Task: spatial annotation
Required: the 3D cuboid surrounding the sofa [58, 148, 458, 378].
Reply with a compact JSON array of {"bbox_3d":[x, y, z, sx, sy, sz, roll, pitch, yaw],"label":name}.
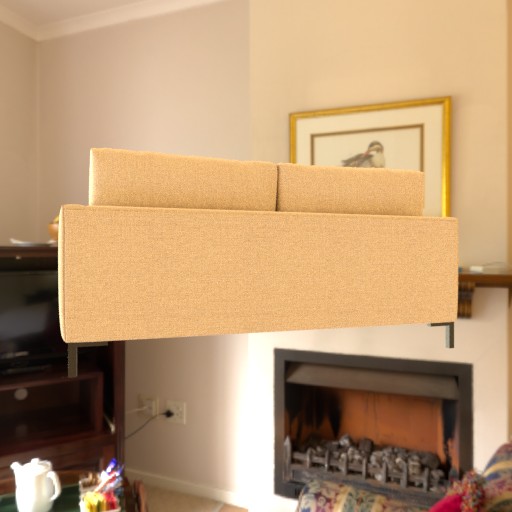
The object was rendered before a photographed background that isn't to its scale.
[{"bbox_3d":[0.000,0.000,2.101,1.651,0.812,0.839,0,0,-18],"label":"sofa"}]
